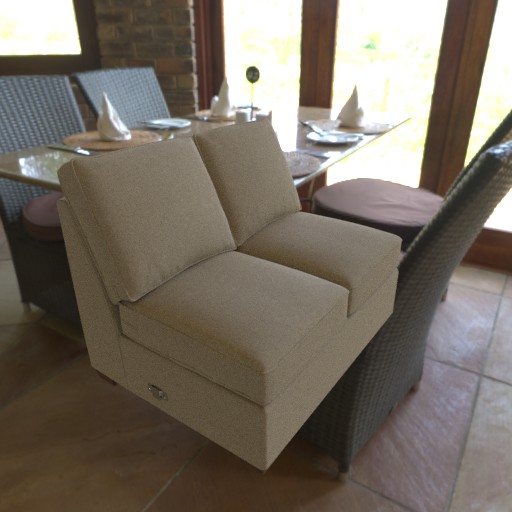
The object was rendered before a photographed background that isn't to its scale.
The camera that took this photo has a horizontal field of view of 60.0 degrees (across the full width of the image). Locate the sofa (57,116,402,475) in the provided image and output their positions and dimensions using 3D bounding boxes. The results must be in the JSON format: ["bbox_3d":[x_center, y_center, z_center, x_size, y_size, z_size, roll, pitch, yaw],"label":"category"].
[{"bbox_3d":[0.000,0.000,1.973,0.951,1.008,1.237,17,31,32],"label":"sofa"}]
